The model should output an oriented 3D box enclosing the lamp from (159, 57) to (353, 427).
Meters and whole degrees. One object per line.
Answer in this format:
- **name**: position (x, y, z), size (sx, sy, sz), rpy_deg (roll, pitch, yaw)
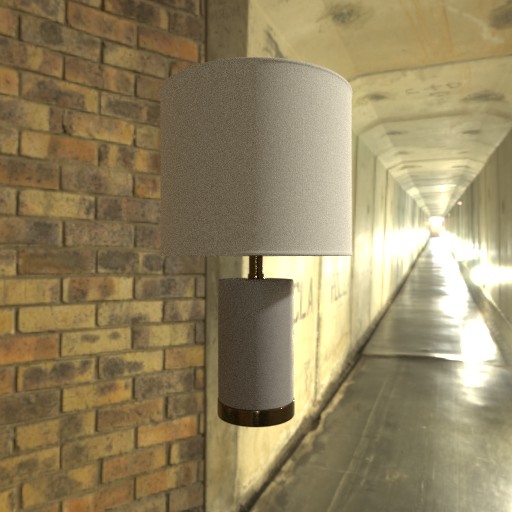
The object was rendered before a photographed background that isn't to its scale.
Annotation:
- **lamp**: position (0.000, 0.000, 0.538), size (0.229, 0.380, 0.229), rpy_deg (0, 0, 0)
